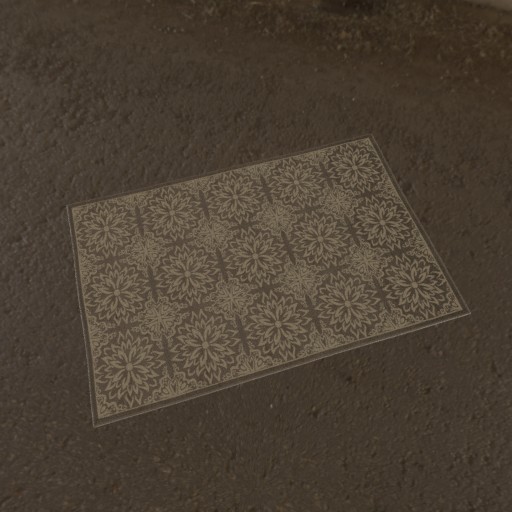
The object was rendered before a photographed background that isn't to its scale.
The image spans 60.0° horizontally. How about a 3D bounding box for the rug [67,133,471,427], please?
[{"bbox_3d":[0.000,0.000,3.466,2.746,0.018,1.819,-15,63,-8],"label":"rug"}]
